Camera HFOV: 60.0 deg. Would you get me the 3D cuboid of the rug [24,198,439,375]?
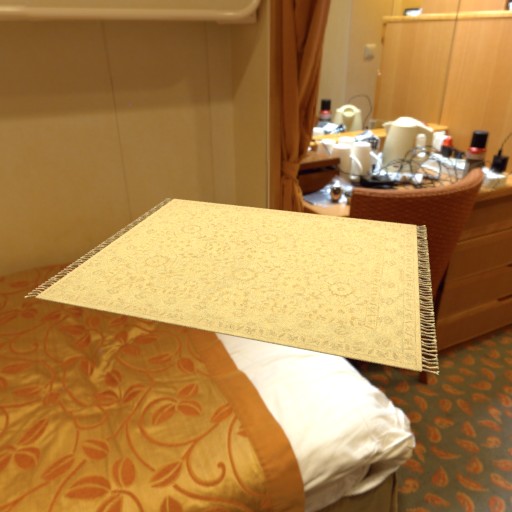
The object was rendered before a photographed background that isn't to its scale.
[{"bbox_3d":[0.000,0.000,4.079,3.043,0.013,2.444,8,28,15],"label":"rug"}]
